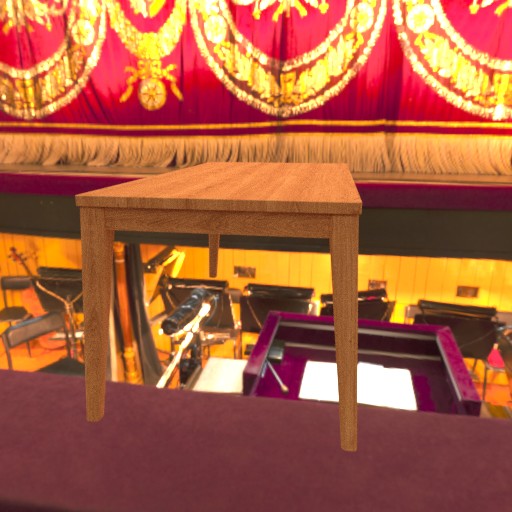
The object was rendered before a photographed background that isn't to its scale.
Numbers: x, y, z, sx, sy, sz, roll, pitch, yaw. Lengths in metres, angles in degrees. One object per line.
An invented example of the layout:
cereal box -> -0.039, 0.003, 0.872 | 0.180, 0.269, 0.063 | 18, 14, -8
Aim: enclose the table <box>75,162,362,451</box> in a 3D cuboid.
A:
table -> 0.000, 0.000, 2.084 | 0.900, 0.760, 1.600 | 3, 16, 9
